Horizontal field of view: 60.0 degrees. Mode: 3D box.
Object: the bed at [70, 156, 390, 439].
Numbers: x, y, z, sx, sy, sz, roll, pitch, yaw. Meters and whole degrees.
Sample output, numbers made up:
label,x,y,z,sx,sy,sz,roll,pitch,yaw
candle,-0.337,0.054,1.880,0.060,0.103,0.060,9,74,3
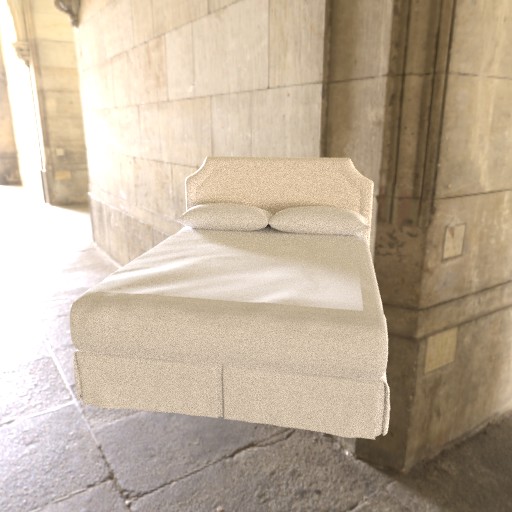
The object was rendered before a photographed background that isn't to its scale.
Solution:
label,x,y,z,sx,sy,sz,roll,pitch,yaw
bed,0.000,0.000,3.838,2.134,1.524,2.548,3,17,10
